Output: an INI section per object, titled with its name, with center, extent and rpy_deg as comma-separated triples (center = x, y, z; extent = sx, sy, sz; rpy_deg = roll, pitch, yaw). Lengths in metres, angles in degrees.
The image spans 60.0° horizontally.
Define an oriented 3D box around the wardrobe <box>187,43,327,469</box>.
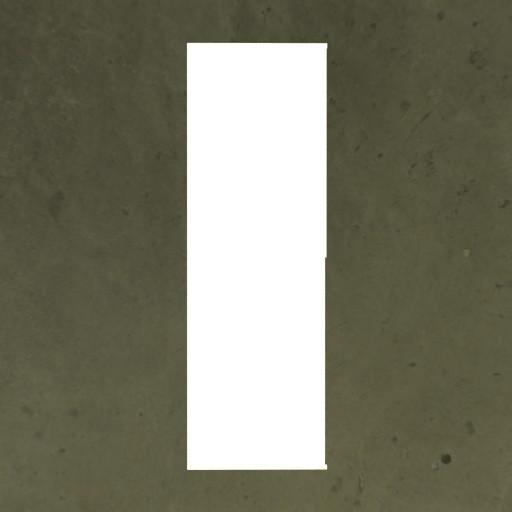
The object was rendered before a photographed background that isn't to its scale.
[wardrobe]
center = 0.000, 0.000, 2.914
extent = 0.600, 2.020, 1.830
rpy_deg = 0, 90, 0
